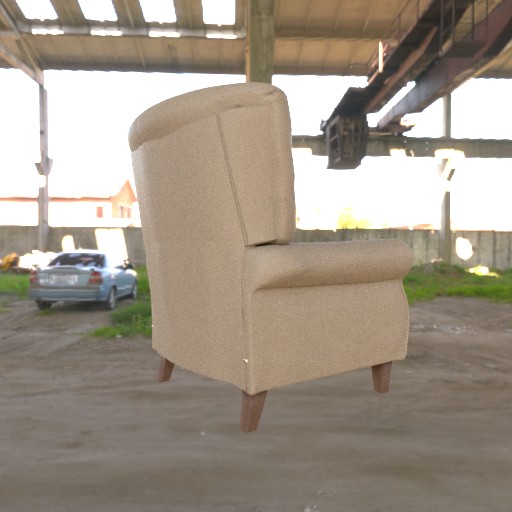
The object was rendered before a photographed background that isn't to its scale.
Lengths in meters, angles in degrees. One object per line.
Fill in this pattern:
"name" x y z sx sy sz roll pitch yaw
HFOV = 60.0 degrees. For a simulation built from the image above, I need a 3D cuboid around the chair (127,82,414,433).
"chair" 0.000 0.000 1.900 1.041 1.138 0.999 -1 1 -35
